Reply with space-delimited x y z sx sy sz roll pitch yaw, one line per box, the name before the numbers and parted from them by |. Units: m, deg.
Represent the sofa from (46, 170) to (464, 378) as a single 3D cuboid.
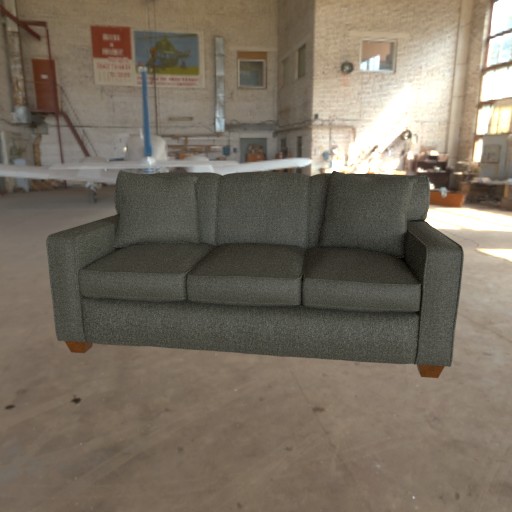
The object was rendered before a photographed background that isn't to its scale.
sofa | 0.000 0.000 2.558 2.024 0.958 0.997 2 13 8
